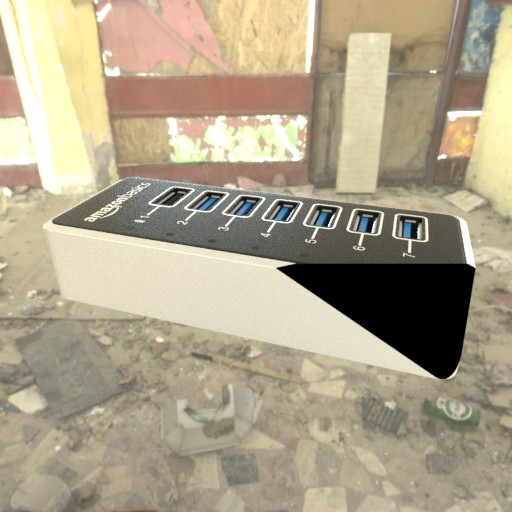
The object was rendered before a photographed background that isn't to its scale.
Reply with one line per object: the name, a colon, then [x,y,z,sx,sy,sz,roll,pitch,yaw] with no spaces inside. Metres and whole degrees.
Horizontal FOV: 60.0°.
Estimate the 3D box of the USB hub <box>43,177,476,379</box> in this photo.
USB hub: [0.000,0.000,0.127,0.110,0.023,0.044,9,30,16]
